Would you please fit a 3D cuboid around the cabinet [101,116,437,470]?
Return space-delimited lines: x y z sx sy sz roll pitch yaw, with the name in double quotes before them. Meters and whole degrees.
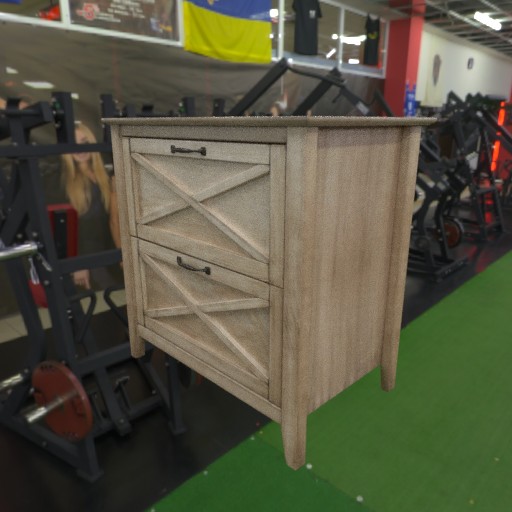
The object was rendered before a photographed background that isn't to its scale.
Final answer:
"cabinet" 0.000 0.000 1.281 0.503 0.762 0.763 -16 23 -42
